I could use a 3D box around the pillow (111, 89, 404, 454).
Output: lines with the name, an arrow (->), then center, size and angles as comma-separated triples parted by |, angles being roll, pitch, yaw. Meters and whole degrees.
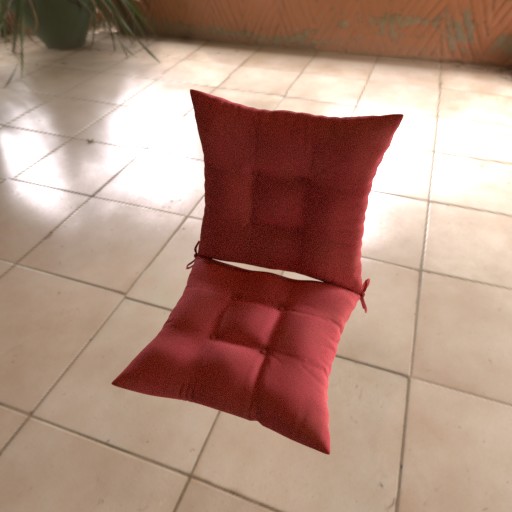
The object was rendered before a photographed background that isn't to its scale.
pillow -> 0.000, 0.000, 1.008 | 0.541, 0.536, 0.585 | 12, 42, 14
